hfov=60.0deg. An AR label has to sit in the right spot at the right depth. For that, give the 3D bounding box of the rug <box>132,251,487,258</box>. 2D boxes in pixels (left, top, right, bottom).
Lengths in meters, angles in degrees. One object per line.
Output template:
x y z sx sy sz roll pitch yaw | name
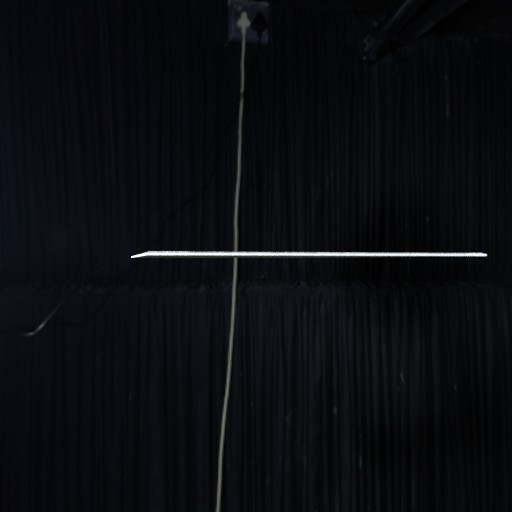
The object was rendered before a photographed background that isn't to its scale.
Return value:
0.000 0.000 3.473 1.819 0.018 2.746 0 0 -17 | rug
